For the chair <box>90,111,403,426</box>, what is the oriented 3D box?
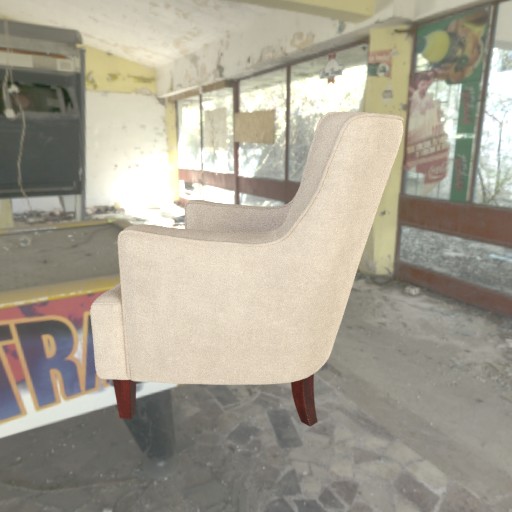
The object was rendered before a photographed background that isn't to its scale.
[{"bbox_3d":[0.000,0.000,1.560,0.910,0.920,0.781,2,14,7],"label":"chair"}]
